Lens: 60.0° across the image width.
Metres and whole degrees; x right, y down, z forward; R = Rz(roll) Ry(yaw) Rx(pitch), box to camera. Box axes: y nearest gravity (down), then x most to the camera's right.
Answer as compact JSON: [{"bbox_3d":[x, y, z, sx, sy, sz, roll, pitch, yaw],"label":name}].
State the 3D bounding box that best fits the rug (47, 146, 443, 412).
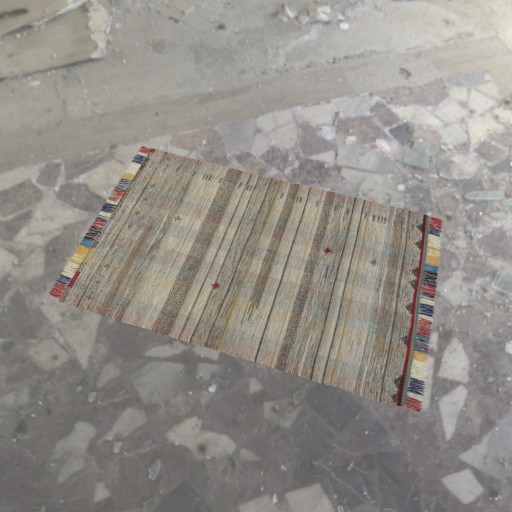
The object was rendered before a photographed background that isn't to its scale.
[{"bbox_3d":[0.000,0.000,3.089,2.465,0.012,1.465,15,60,9],"label":"rug"}]
